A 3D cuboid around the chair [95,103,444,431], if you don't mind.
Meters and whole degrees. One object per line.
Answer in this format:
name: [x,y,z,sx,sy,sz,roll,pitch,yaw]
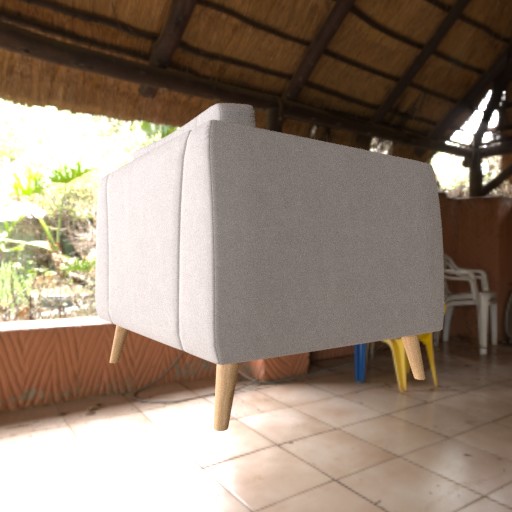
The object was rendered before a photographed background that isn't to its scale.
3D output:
chair: [0.000,0.000,1.676,0.930,0.860,1.000,0,0,-35]
